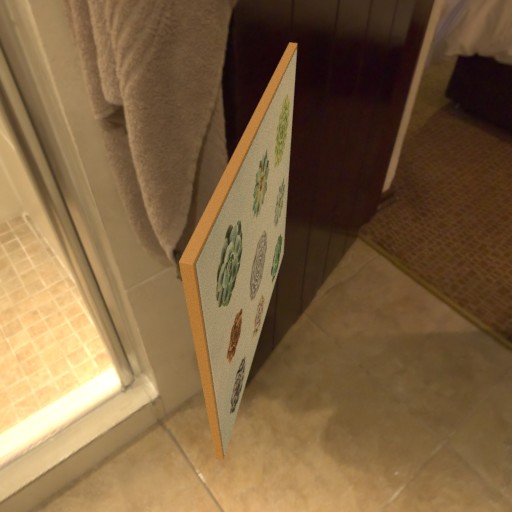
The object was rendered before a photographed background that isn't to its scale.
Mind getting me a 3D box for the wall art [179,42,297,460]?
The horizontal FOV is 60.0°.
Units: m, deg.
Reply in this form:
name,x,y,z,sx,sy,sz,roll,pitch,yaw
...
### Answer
name,x,y,z,sx,sy,sz,roll,pitch,yaw
wall art,0.000,0.000,0.675,0.013,0.455,0.457,10,48,10
